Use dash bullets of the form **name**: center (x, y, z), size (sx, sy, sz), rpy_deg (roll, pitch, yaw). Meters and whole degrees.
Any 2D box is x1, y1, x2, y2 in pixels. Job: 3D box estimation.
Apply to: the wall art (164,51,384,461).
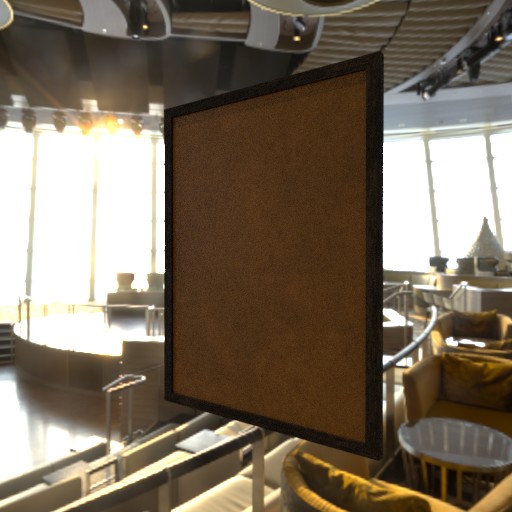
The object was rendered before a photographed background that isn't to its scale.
- **wall art**: center (0.000, 0.000, 1.400), size (0.812, 1.066, 0.029), rpy_deg (0, 1, 36)
